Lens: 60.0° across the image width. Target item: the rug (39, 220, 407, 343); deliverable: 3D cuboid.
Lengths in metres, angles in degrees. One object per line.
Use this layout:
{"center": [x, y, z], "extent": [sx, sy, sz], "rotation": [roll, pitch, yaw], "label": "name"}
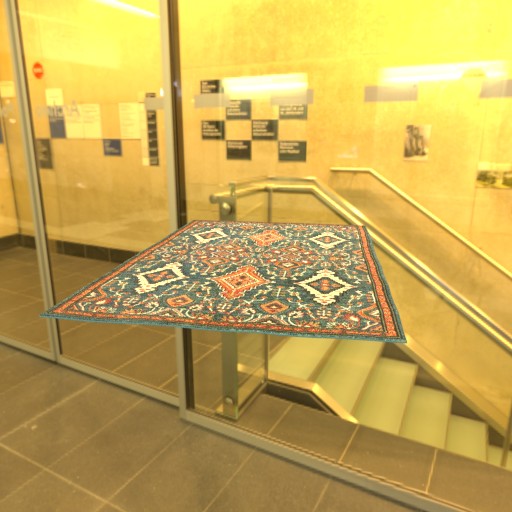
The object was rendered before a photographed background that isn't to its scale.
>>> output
{"center": [0.000, 0.000, 2.990], "extent": [1.622, 0.009, 2.373], "rotation": [3, 16, 9], "label": "rug"}
